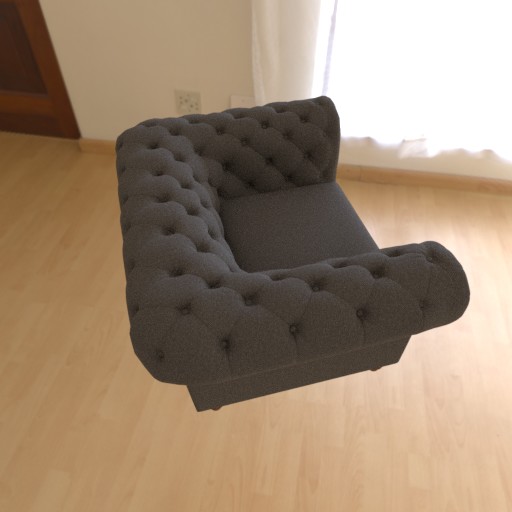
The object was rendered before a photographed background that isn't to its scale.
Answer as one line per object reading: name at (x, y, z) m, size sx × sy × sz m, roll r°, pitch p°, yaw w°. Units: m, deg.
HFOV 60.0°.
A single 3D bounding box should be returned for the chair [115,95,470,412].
chair at (0.000, 0.000, 1.821) m, size 0.976 × 0.770 × 1.270 m, roll -11°, pitch 47°, yaw -10°
